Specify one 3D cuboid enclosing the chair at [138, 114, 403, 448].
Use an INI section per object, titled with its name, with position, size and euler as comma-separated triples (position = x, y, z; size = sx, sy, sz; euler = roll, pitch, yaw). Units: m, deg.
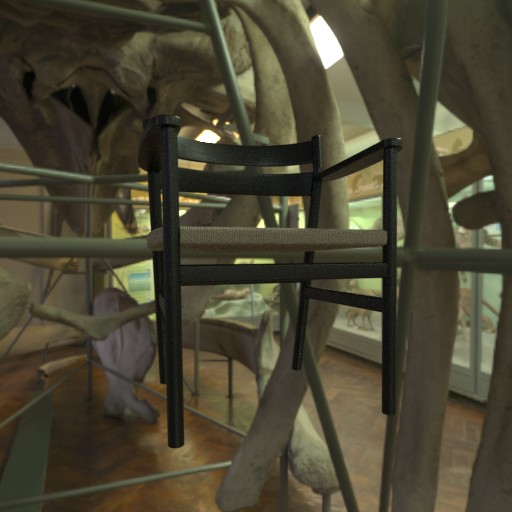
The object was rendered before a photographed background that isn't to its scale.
[chair]
position = 0.000, 0.000, 1.213
size = 0.630, 0.775, 0.508
euler = 0, 1, -20
